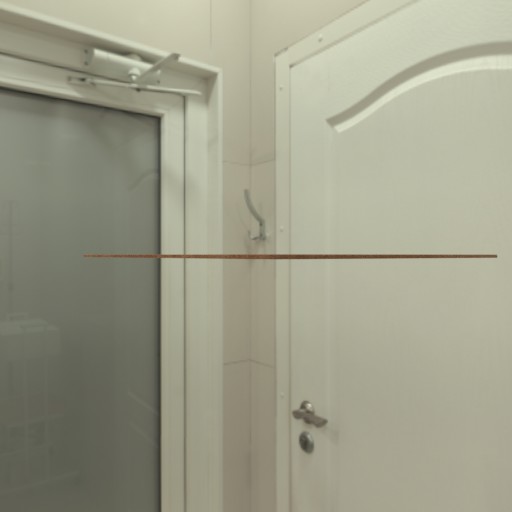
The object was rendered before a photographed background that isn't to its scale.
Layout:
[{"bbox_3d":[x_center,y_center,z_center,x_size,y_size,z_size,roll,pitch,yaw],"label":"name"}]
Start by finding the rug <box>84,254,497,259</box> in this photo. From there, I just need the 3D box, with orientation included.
[{"bbox_3d":[0.000,0.000,2.270,1.219,0.014,1.829,0,0,-36],"label":"rug"}]
